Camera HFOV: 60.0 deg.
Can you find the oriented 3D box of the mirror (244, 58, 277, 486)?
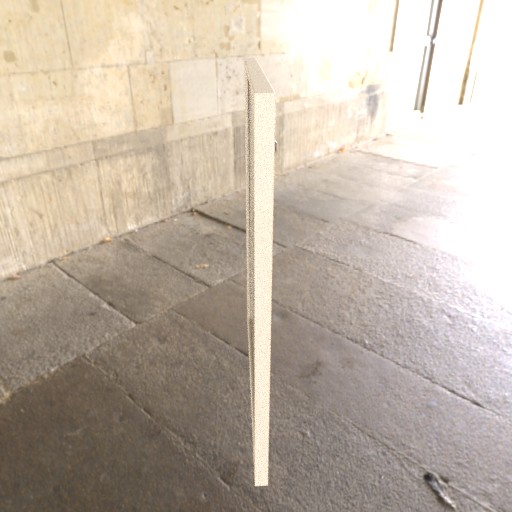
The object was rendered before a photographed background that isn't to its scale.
[{"bbox_3d":[0.000,0.000,1.307,0.040,1.016,0.762,-1,28,-2],"label":"mirror"}]
